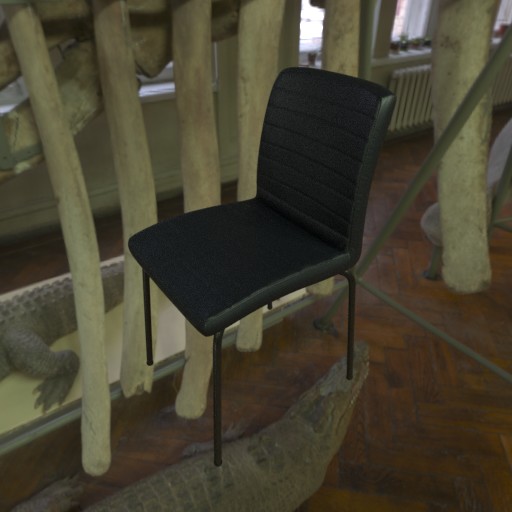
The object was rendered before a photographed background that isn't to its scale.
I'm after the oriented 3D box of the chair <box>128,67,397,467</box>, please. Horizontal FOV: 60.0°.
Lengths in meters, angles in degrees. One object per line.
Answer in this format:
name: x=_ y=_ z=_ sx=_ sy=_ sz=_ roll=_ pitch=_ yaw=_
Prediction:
chair: x=0.000 y=0.000 z=1.207 sx=0.572 sy=0.872 sz=0.450 roll=-21 pitch=39 yaw=-29
